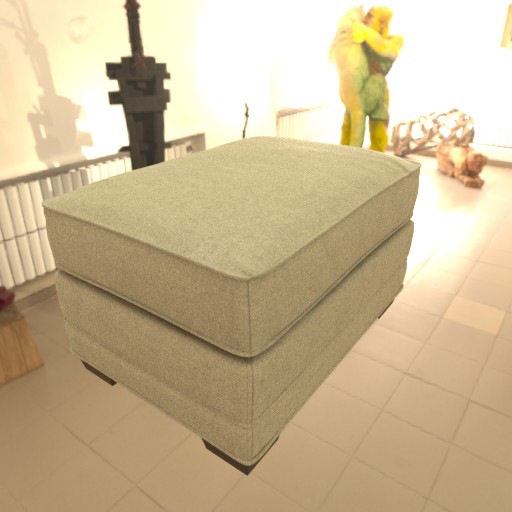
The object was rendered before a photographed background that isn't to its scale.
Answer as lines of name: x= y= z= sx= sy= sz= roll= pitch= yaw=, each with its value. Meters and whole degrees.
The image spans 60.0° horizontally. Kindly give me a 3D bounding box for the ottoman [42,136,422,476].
ottoman: x=0.000 y=0.000 z=1.193 sx=0.611 sy=0.508 sz=0.848 roll=18 pitch=32 yaw=32
